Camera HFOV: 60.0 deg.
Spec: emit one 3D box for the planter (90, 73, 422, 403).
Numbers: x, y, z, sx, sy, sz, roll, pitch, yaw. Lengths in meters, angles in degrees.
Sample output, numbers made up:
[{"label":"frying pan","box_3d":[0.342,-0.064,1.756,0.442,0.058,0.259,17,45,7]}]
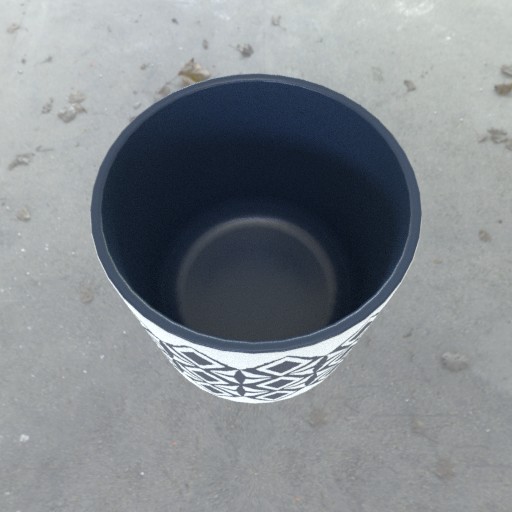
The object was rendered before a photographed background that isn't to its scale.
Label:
[{"label":"planter","box_3d":[0.000,0.000,0.390,0.224,0.203,0.224,0,64,0]}]
